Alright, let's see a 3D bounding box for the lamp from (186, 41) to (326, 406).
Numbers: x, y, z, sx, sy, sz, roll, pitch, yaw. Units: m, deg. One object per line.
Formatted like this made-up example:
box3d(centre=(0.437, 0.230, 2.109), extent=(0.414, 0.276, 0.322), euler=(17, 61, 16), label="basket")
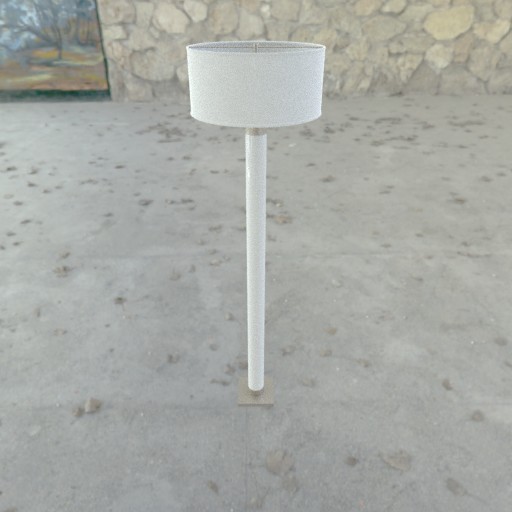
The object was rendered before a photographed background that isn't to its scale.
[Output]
box3d(centre=(0.000, 0.000, 1.699), extent=(0.420, 1.475, 0.420), euler=(0, 30, 0), label="lamp")
